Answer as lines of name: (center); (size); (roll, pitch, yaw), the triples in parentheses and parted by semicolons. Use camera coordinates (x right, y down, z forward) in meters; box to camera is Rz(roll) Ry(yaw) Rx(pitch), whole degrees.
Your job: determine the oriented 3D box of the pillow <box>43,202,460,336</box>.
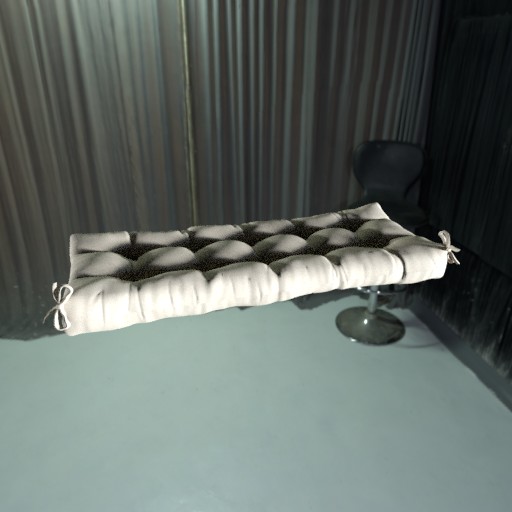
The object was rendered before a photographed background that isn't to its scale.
pillow: (0.000, 0.000, 1.373); (1.194, 0.174, 0.511); (-7, 26, -15)
